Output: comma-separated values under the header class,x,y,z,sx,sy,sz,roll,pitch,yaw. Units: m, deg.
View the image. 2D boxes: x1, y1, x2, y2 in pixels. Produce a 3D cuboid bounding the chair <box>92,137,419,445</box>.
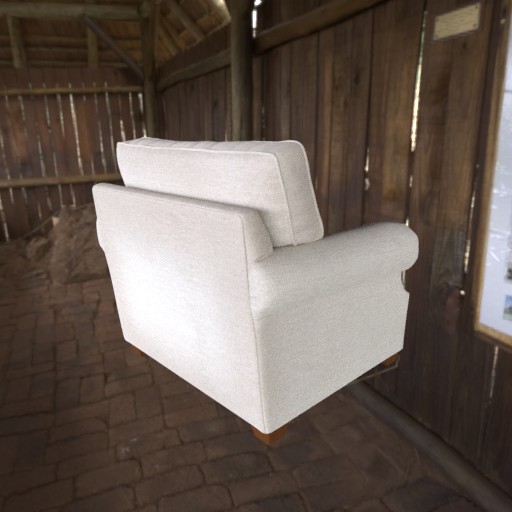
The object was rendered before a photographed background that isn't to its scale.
class,x,y,z,sx,sy,sz,roll,pitch,yaw
chair,0.000,0.000,1.860,0.965,0.961,1.092,-14,21,-42
